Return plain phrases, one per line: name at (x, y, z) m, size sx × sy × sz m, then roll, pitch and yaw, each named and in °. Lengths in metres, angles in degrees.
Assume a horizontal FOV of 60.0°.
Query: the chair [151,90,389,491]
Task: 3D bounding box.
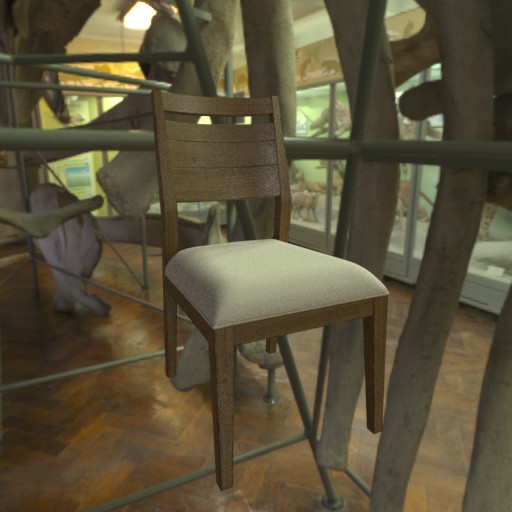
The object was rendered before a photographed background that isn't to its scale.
chair at (0.000, 0.000, 1.290) m, size 0.497 × 0.939 × 0.610 m, roll -7°, pitch 16°, yaw -26°
